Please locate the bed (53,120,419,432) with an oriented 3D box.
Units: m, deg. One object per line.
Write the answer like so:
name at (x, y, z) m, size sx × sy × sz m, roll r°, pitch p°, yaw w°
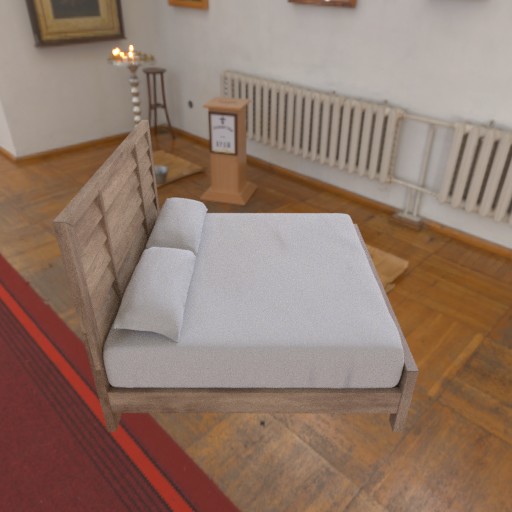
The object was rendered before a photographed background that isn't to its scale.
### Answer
bed at (0.000, 0.000, 3.525) m, size 2.062 × 1.626 × 2.032 m, roll 0°, pitch 31°, yaw 0°
